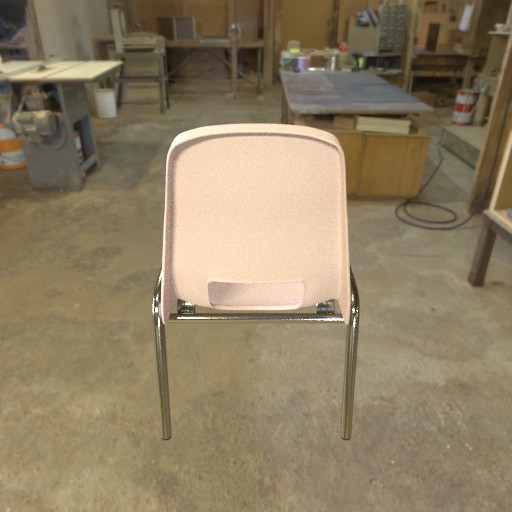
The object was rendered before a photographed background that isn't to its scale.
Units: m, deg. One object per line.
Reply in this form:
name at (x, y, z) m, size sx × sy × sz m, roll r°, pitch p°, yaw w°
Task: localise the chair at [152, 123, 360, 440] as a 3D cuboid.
chair at (0.000, 0.000, 0.784) m, size 0.354 × 0.537 × 0.385 m, roll 0°, pitch 29°, yaw 0°
